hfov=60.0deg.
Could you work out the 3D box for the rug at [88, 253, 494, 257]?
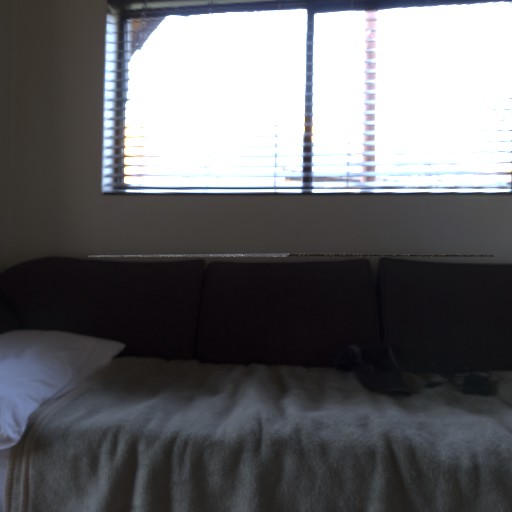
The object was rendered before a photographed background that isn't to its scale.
[{"bbox_3d":[0.000,0.000,3.037,1.541,0.012,2.457,0,0,-37],"label":"rug"}]
